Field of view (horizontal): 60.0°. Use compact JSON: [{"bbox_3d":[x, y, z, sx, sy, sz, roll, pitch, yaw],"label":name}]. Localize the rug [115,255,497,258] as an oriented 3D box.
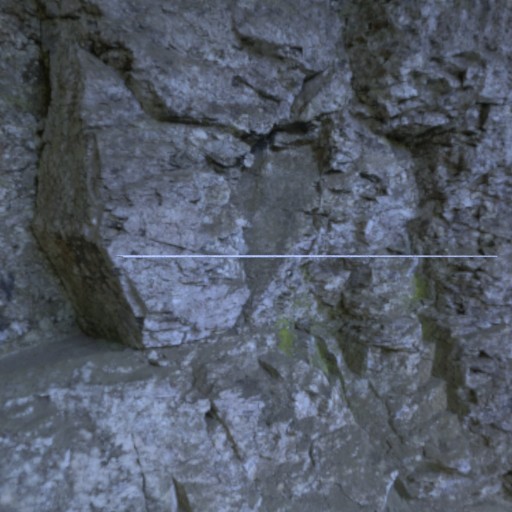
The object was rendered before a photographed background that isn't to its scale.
[{"bbox_3d":[0.000,0.000,4.049,2.421,0.008,3.045,0,0,-18],"label":"rug"}]
